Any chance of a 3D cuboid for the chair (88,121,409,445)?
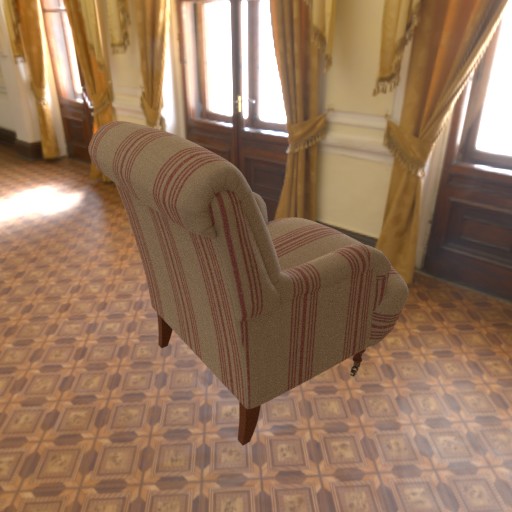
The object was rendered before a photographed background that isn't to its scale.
[{"bbox_3d":[0.000,0.000,1.888,1.058,1.123,0.933,-18,31,-31],"label":"chair"}]
